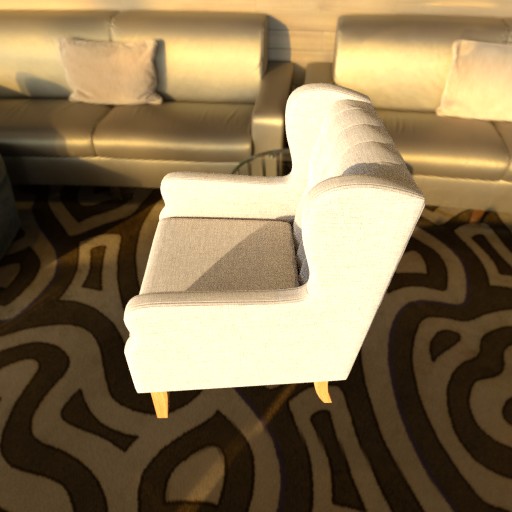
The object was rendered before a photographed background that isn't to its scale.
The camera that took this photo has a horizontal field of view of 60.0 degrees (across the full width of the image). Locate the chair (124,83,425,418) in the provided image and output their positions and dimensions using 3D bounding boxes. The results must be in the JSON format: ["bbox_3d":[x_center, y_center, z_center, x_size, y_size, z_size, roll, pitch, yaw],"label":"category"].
[{"bbox_3d":[0.000,0.000,1.488,0.760,0.930,0.710,-1,40,-1],"label":"chair"}]
